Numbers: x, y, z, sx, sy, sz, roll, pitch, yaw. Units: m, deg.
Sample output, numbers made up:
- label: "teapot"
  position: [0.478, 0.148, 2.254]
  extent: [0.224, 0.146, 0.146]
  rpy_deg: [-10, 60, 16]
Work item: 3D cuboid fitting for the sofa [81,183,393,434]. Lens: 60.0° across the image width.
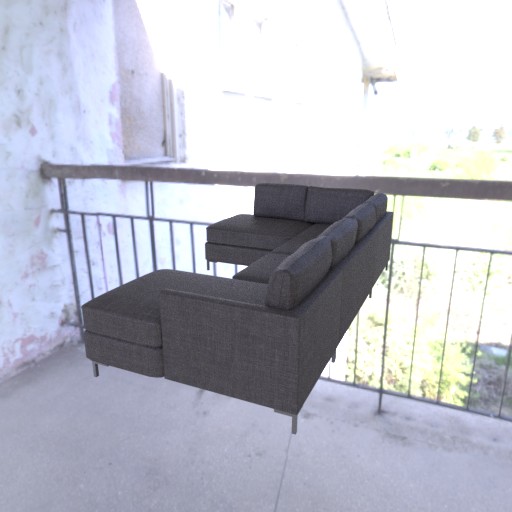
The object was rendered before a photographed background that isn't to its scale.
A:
- label: "sofa"
  position: [0.000, 0.000, 4.252]
  extent: [2.048, 0.999, 3.423]
  rpy_deg: [7, 18, 24]
